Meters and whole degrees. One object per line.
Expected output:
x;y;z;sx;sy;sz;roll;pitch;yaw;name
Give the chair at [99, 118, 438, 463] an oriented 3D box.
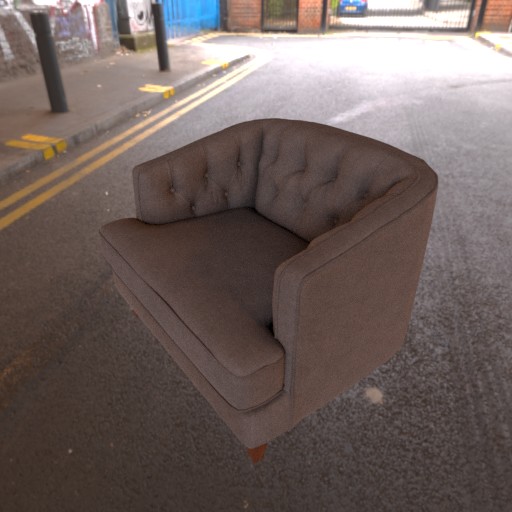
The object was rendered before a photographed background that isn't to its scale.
0.000;0.000;1.767;0.941;0.852;1.104;-21;37;-31;chair
